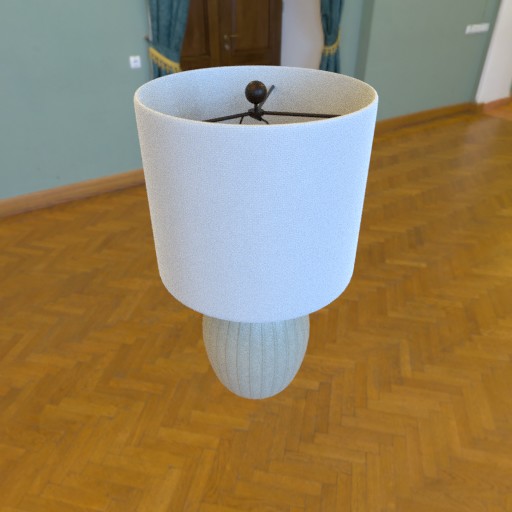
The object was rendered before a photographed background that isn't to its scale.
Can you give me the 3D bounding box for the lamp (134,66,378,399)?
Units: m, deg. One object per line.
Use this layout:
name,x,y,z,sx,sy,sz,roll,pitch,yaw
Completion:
lamp,0.000,0.000,0.758,0.329,0.570,0.329,-21,39,-28
